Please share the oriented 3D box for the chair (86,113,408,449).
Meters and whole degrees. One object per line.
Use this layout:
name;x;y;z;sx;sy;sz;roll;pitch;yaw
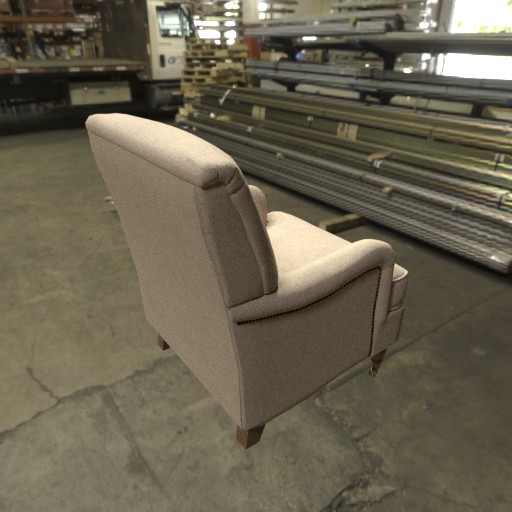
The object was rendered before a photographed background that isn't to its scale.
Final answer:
chair;0.000;0.000;1.788;0.953;1.119;0.879;-18;32;-31
